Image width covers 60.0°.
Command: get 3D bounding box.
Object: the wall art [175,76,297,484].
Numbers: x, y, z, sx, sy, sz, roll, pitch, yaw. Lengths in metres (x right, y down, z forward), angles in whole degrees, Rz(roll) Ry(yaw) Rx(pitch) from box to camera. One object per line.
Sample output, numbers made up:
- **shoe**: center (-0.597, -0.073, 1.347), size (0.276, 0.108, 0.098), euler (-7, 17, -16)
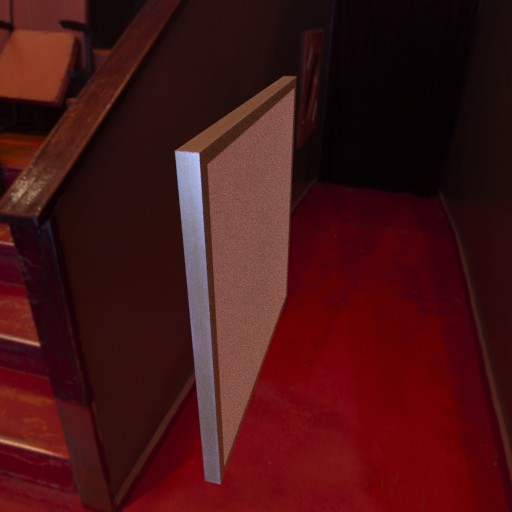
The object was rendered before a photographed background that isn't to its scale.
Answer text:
- **wall art**: center (0.000, 0.000, 1.134), size (0.037, 0.760, 0.762), euler (7, 31, 13)
